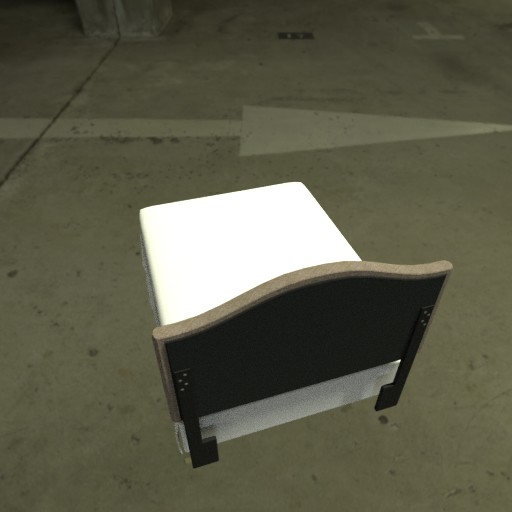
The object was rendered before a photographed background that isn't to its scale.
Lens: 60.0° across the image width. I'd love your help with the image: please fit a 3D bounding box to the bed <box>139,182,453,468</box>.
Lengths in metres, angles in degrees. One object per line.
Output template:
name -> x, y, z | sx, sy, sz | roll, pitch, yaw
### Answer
bed -> 0.000, 0.000, 3.365 | 1.713, 1.518, 2.153 | -12, 42, -13
